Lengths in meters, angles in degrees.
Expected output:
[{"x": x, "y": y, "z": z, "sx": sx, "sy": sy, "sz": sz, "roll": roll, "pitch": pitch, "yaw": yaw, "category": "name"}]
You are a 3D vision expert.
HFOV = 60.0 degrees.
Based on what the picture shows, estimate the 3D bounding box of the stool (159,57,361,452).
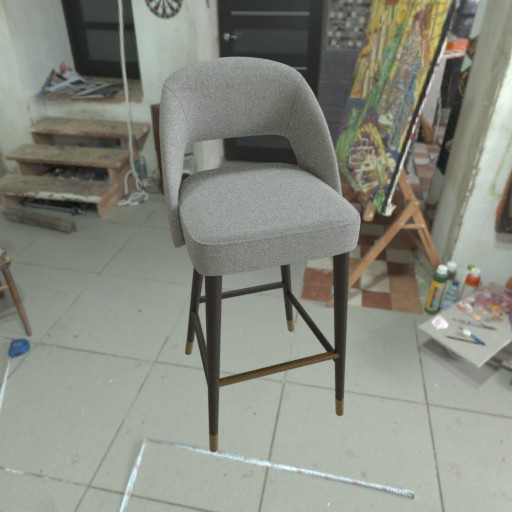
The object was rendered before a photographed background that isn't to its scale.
[{"x": 0.000, "y": 0.000, "z": 1.335, "sx": 0.494, "sy": 1.037, "sz": 0.509, "roll": -10, "pitch": 34, "yaw": -15, "category": "stool"}]
